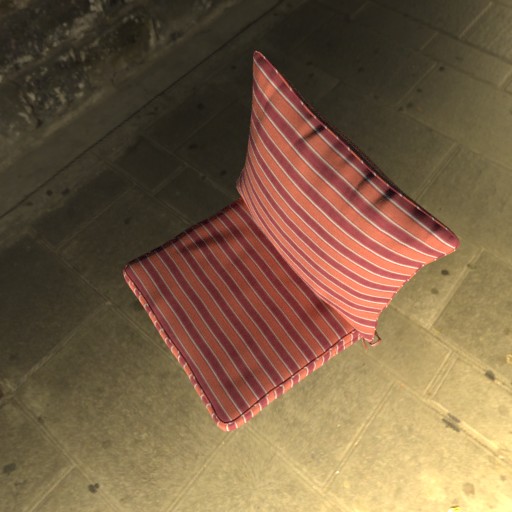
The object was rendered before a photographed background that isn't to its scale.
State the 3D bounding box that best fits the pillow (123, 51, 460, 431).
[{"bbox_3d":[0.000,0.000,1.369,0.733,0.723,0.799,-32,67,-16],"label":"pillow"}]
